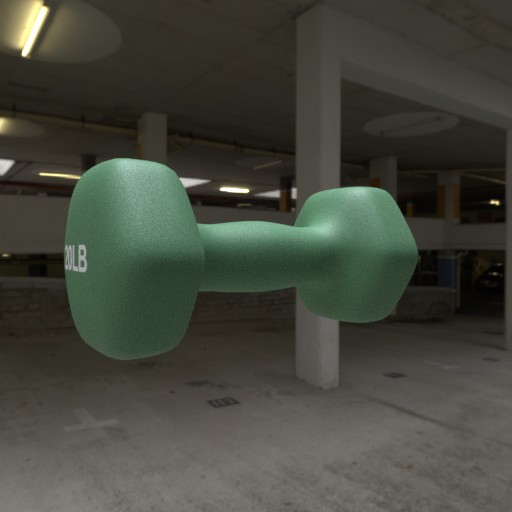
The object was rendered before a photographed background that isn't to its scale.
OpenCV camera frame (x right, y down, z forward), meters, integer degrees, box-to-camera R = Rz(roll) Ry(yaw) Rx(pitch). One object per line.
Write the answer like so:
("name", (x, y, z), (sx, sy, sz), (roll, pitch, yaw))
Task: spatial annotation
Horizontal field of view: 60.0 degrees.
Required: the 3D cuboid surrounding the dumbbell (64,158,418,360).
("dumbbell", (0.000, 0.000, 0.328), (0.257, 0.114, 0.126), (-1, 2, -36))
